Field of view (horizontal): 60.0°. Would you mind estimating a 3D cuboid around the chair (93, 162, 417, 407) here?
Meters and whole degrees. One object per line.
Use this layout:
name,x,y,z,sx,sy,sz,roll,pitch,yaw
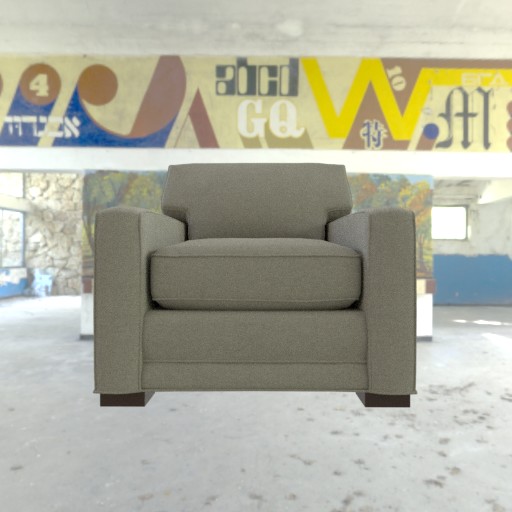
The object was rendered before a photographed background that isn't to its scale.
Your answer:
chair,0.000,0.000,1.852,0.999,0.934,1.044,0,0,1
